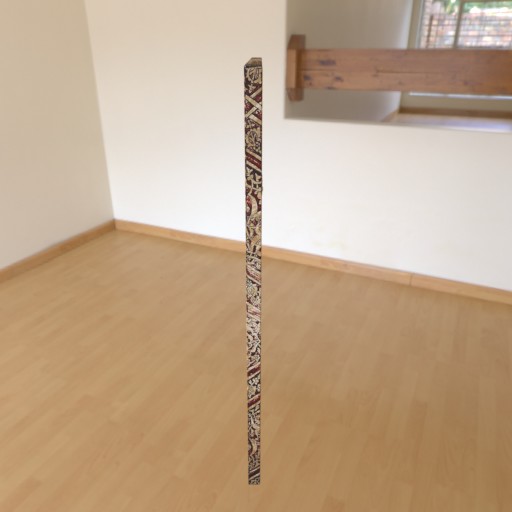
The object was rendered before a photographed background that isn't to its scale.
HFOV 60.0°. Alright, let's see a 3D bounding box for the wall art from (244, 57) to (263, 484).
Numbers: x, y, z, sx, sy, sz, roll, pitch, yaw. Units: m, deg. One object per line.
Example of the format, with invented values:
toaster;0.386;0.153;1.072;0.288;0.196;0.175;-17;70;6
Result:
wall art;0.000;0.000;0.741;0.020;0.599;0.397;0;25;1
